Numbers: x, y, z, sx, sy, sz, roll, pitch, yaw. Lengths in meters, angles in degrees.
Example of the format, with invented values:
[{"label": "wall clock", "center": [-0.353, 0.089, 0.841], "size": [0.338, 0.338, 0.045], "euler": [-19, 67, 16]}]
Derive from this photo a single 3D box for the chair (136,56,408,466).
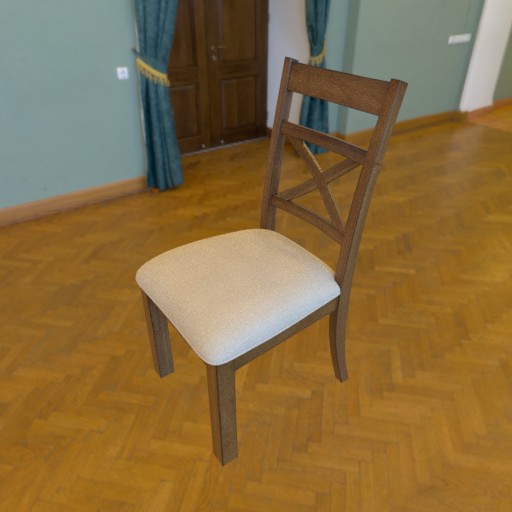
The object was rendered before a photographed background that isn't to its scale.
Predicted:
[{"label": "chair", "center": [0.000, 0.000, 1.253], "size": [0.581, 0.949, 0.461], "euler": [-21, 38, -30]}]
